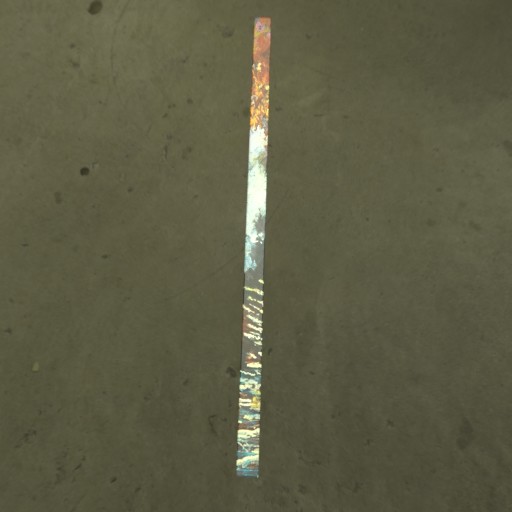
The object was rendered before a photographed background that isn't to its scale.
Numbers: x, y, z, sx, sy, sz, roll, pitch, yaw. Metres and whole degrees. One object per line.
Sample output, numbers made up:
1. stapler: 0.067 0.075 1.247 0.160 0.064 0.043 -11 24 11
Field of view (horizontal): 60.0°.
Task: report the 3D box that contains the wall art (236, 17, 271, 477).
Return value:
1. wall art: 0.000 0.000 1.134 0.037 0.604 0.908 2 75 0
